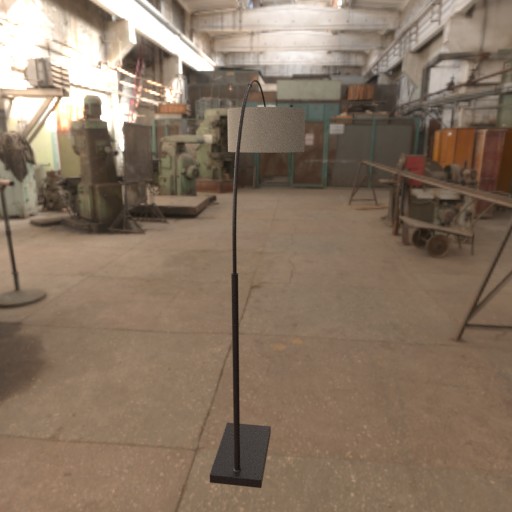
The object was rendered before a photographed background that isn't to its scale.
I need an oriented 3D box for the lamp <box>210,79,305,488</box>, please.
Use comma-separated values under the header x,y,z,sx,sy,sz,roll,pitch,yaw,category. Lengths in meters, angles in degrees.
x,y,z,sx,sy,sz,roll,pitch,yaw,category
0.000,0.000,2.583,0.493,1.927,1.424,2,15,8,lamp
